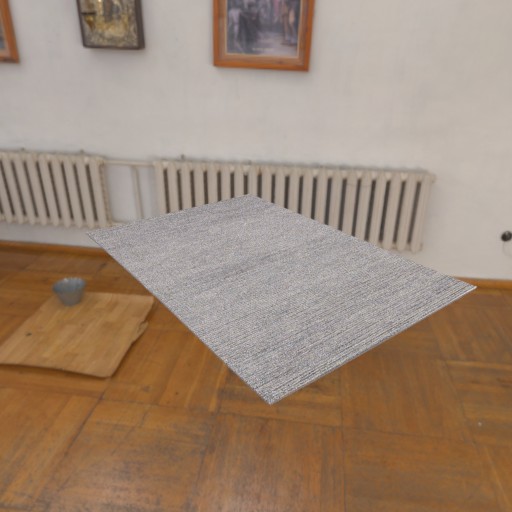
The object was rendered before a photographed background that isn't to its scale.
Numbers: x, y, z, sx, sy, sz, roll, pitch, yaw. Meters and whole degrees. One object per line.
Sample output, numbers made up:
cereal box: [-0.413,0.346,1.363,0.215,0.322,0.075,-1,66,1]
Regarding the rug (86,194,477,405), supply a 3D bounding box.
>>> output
rug: [0.000,0.000,3.060,1.604,0.030,2.307,-18,31,-33]
